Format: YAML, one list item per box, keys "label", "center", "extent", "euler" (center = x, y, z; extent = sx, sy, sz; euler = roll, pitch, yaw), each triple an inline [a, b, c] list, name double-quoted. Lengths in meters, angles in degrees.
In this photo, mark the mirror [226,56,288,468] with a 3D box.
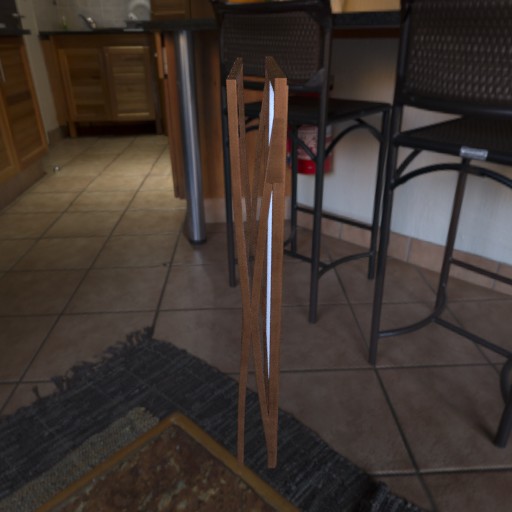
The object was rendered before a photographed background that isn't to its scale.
- label: "mirror"
  center: [0.000, 0.000, 0.966]
  extent: [0.082, 0.768, 0.468]
  euler: [0, 27, 0]
